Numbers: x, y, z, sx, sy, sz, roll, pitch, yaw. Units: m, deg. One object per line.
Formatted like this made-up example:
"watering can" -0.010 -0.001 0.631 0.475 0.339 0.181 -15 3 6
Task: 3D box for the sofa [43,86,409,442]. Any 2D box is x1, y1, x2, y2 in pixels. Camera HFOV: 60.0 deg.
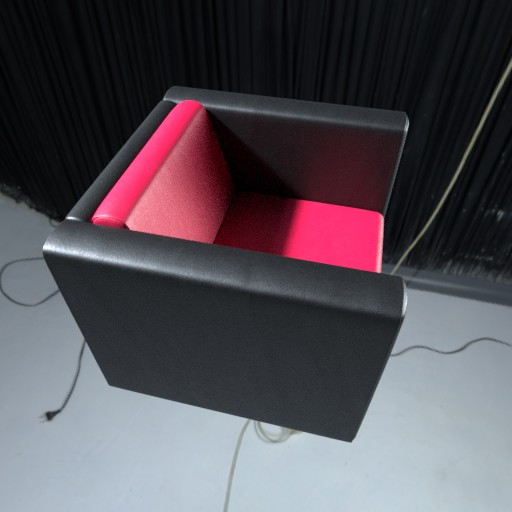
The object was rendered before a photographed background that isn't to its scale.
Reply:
"sofa" 0.000 0.000 1.440 0.809 0.724 0.839 10 47 9
